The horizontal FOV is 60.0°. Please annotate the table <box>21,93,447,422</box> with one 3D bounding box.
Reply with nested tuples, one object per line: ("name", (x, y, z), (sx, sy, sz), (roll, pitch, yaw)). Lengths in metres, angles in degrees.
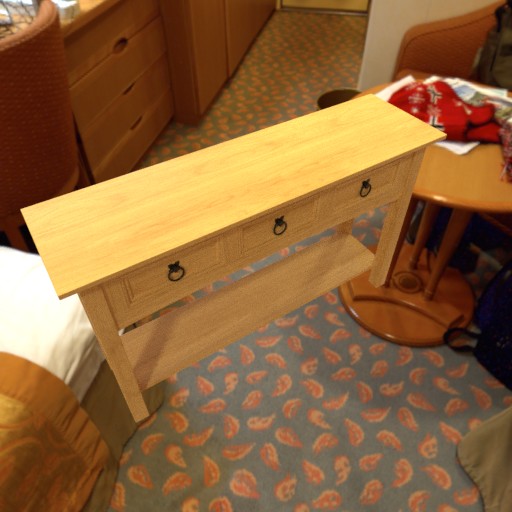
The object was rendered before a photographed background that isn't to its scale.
("table", (0.000, 0.000, 1.550), (1.240, 0.730, 0.350), (-25, 50, -23))
